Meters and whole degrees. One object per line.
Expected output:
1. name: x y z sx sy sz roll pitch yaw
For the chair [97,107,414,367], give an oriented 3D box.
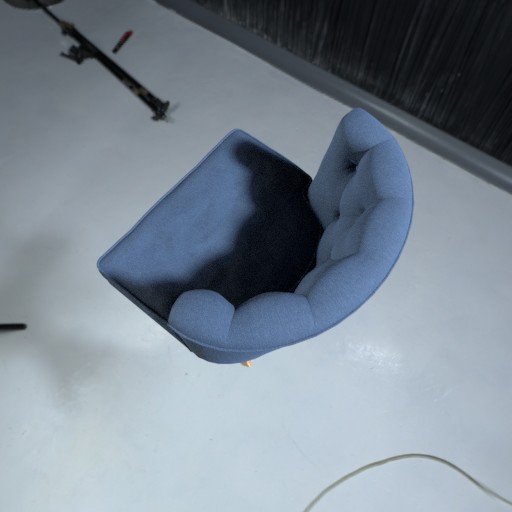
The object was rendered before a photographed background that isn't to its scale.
1. chair: 0.000 0.000 1.363 0.718 0.771 0.740 35 69 16
